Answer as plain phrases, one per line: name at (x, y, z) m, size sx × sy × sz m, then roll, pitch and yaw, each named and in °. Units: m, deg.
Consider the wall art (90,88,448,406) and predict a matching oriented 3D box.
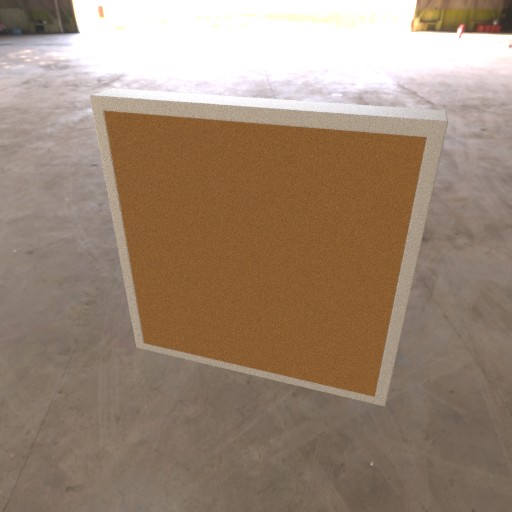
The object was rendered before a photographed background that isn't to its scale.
wall art at (0.000, 0.000, 0.456) m, size 0.305 × 0.305 × 0.037 m, roll 9°, pitch 32°, yaw 15°
